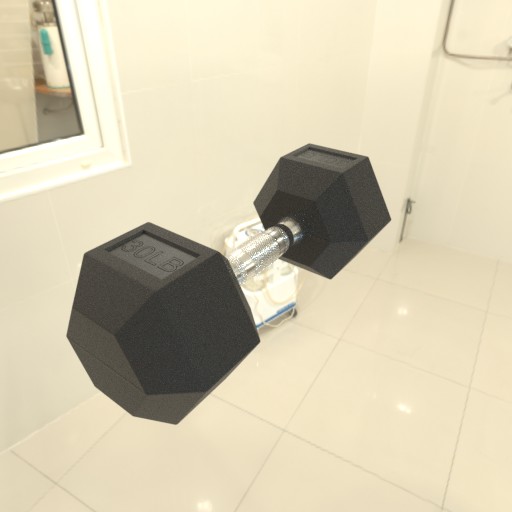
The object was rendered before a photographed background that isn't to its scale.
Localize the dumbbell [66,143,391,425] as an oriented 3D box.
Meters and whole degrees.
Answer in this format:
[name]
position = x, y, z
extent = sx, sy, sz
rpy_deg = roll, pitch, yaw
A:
[dumbbell]
position = 0.000, 0.000, 0.409
extent = 0.142, 0.123, 0.337
rpy_deg = 22, 39, 31
